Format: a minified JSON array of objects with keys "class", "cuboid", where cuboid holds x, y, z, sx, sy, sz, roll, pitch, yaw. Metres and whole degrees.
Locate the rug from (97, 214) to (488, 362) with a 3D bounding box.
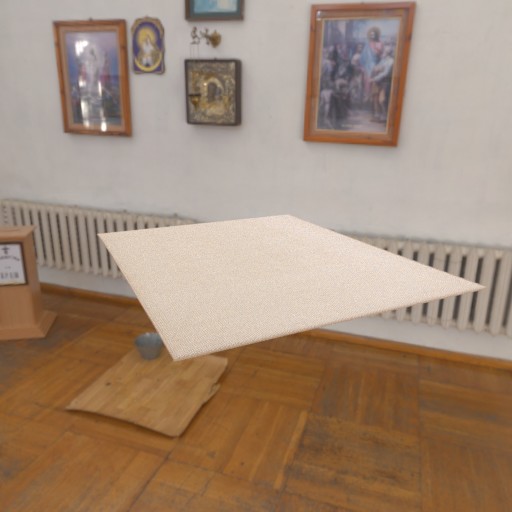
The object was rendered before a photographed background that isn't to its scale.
[{"class":"rug","cuboid":[0.000,0.000,4.154,2.462,0.018,3.039,-8,19,-25]}]
